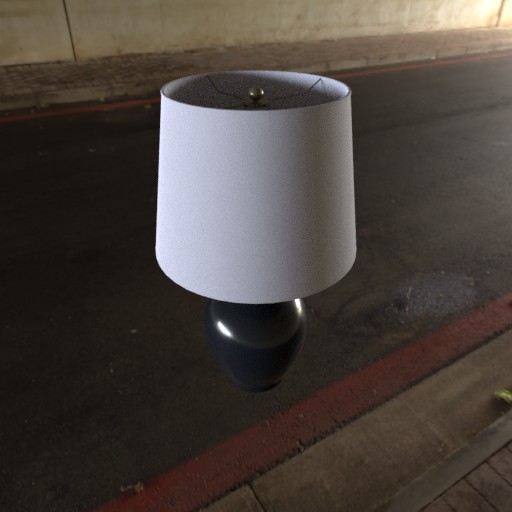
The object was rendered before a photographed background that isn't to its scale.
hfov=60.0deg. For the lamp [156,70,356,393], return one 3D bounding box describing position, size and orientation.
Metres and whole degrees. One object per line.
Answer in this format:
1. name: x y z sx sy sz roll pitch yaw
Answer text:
1. lamp: 0.000 0.000 0.550 0.239 0.399 0.239 0 32 0
